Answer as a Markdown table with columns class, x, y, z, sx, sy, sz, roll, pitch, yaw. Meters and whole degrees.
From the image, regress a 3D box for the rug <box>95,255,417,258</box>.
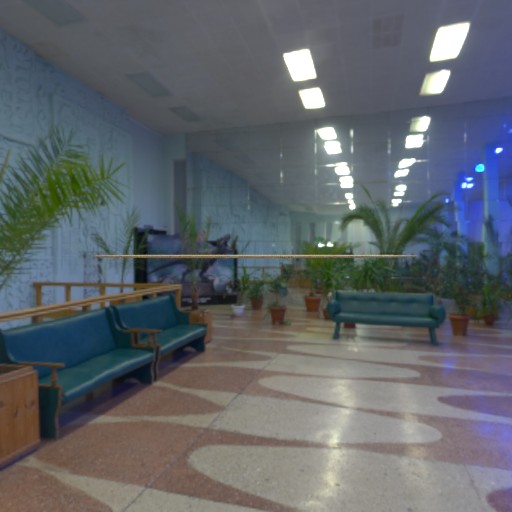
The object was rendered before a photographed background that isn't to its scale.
| class | x | y | z | sx | sy | sz | roll | pitch | yaw |
| --- | --- | --- | --- | --- | --- | --- | --- | --- | --- |
| rug | 0.000 | 0.000 | 3.575 | 2.444 | 0.015 | 2.444 | 0 | 0 | 0 |
